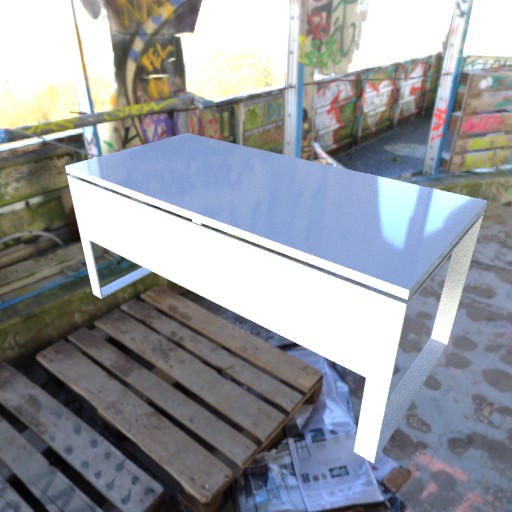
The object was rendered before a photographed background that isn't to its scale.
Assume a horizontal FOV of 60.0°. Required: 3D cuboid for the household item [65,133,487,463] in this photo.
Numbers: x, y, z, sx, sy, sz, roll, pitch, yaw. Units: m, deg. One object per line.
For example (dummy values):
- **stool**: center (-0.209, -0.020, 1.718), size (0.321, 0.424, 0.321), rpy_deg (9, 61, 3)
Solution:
- **household item**: center (0.000, 0.000, 2.121), size (1.700, 0.745, 0.800), rpy_deg (21, 36, 33)
